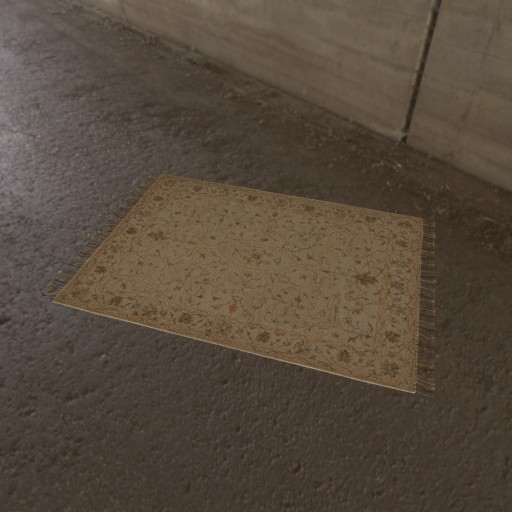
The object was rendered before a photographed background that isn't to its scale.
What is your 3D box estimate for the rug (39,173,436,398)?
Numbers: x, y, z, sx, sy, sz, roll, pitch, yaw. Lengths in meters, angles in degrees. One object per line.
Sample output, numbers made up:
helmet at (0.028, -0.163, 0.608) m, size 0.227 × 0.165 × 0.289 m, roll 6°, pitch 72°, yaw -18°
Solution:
rug at (0.000, 0.000, 2.395) m, size 1.861 × 0.017 × 1.218 m, roll 12°, pitch 43°, yaw 12°
